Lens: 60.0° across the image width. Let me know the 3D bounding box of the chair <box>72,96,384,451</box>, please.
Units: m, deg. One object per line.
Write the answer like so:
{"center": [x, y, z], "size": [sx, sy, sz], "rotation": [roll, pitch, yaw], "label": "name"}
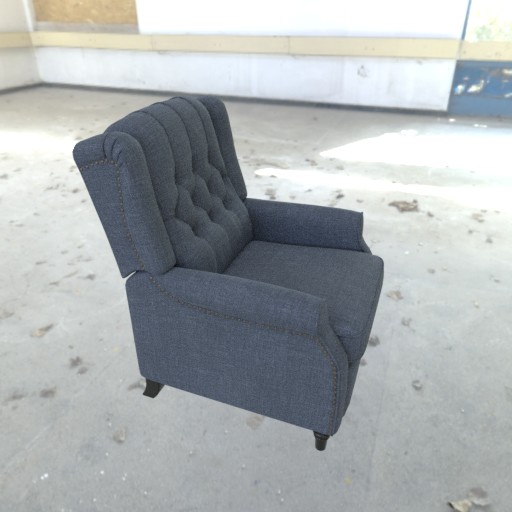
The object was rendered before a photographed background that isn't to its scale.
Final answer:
{"center": [0.000, 0.000, 1.617], "size": [0.898, 1.035, 0.742], "rotation": [11, 32, 18], "label": "chair"}
